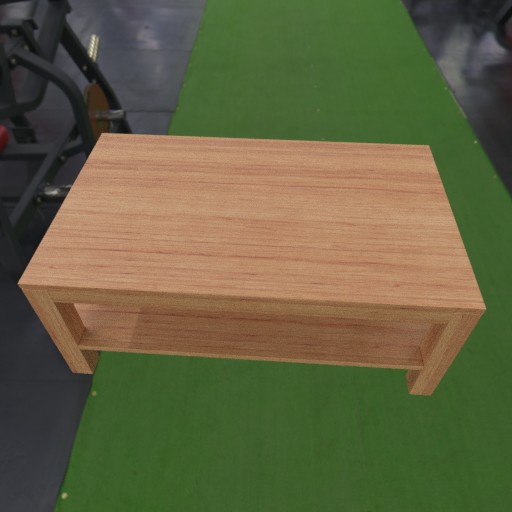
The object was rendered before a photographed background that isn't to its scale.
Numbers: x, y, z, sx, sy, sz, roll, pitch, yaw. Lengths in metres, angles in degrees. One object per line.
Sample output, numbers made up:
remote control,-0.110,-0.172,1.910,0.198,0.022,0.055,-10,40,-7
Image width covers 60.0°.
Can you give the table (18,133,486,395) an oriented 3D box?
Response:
table,0.000,0.000,1.482,1.146,0.457,0.695,3,47,3
